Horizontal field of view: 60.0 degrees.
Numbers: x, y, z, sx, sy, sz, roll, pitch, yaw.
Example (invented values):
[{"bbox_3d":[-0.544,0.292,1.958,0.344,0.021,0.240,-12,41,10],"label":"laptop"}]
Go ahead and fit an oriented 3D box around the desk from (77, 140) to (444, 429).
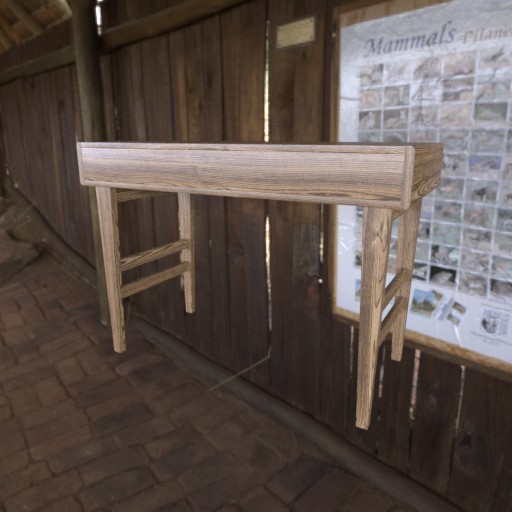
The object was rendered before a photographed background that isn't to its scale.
[{"bbox_3d":[0.000,0.000,1.520,1.067,0.755,0.508,8,17,28],"label":"desk"}]
